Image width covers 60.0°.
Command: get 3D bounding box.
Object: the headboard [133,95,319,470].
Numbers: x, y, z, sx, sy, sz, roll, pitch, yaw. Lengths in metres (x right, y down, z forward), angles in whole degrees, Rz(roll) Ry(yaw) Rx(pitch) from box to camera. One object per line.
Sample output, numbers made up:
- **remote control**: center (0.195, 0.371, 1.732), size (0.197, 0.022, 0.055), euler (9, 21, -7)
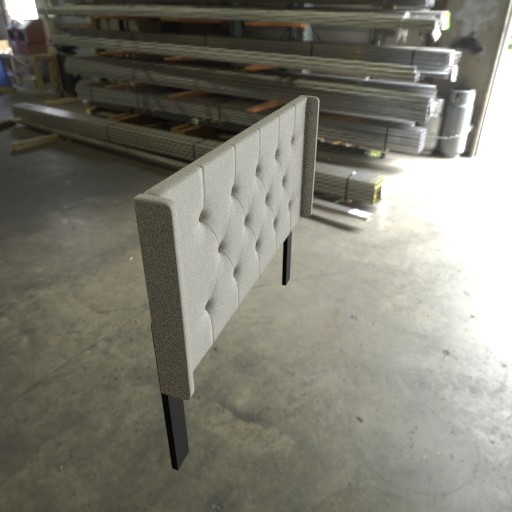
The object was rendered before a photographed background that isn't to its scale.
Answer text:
- **headboard**: center (0.000, 0.000, 2.683), size (0.184, 1.524, 2.051), euler (11, 31, 18)
